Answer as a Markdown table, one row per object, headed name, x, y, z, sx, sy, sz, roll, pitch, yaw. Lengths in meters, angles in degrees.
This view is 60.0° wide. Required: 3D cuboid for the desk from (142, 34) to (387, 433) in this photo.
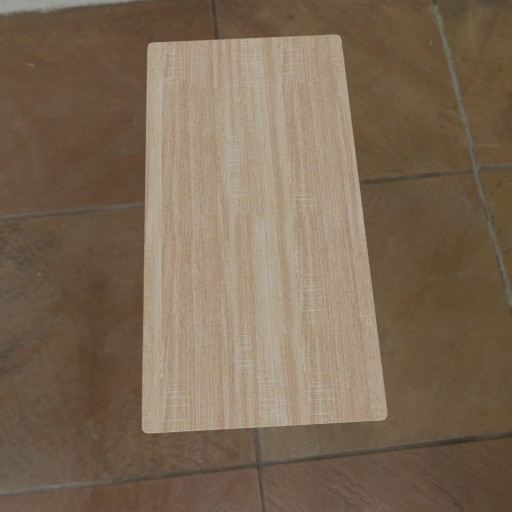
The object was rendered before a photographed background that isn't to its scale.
| name | x | y | z | sx | sy | sz | roll | pitch | yaw |
| --- | --- | --- | --- | --- | --- | --- | --- | --- | --- |
| desk | 0.000 | 0.000 | 1.329 | 0.480 | 0.770 | 0.884 | -3 | 75 | -1 |
